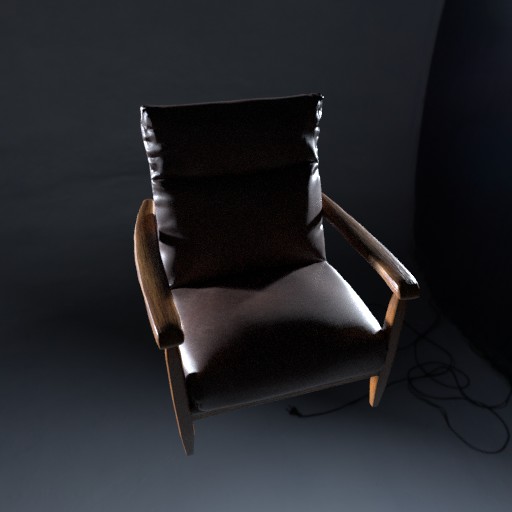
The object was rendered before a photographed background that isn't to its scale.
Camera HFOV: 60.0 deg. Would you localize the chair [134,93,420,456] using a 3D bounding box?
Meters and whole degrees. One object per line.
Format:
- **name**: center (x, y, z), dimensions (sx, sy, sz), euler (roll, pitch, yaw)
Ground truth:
- **chair**: center (0.000, 0.000, 1.498), dimensions (0.782, 0.897, 0.830), euler (-9, 34, -14)
